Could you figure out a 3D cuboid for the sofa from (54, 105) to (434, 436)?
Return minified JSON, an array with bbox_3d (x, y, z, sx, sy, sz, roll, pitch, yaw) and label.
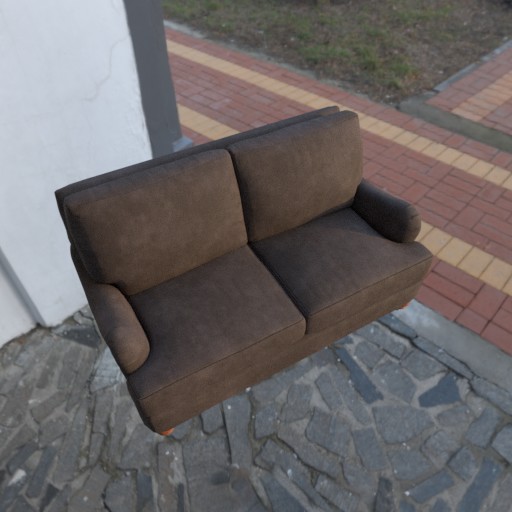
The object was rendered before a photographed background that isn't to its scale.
[{"bbox_3d":[0.000,0.000,2.548,1.853,1.101,1.084,-23,50,-20],"label":"sofa"}]
